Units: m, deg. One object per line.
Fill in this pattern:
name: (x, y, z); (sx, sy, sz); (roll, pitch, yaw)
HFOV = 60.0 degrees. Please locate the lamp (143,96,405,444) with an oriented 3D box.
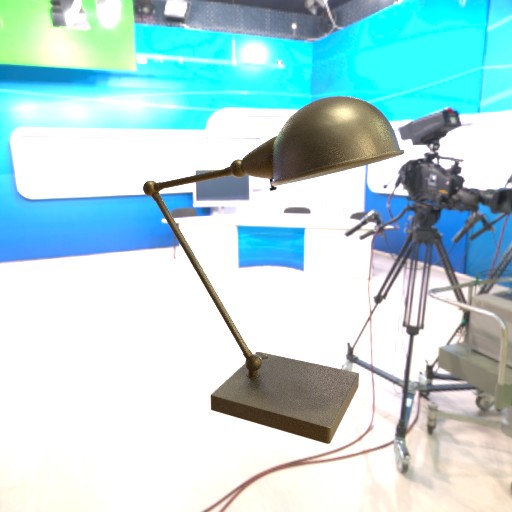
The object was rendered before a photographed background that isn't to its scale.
lamp: (0.000, 0.000, 0.558); (0.339, 0.371, 0.149); (6, 15, 25)
